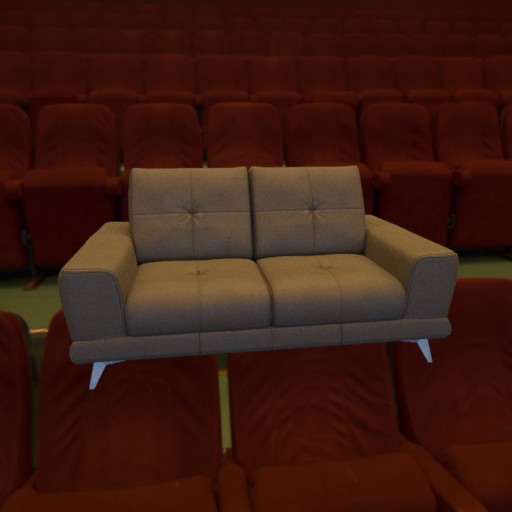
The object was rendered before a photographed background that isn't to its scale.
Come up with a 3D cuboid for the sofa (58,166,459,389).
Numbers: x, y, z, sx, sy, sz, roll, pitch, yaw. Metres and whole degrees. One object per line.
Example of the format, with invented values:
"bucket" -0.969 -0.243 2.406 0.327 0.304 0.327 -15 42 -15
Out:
"sofa" 0.000 0.000 2.398 1.806 0.907 1.018 -2 16 -8
